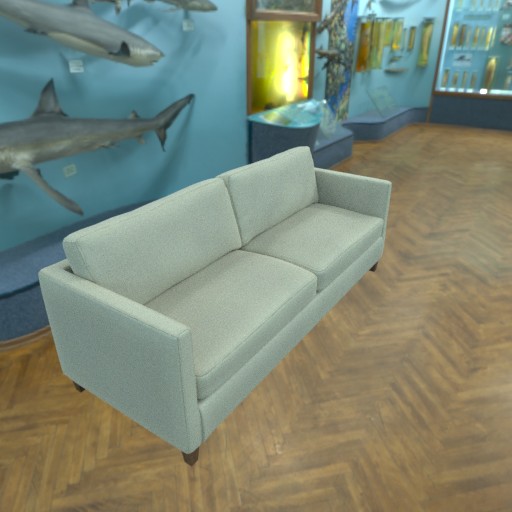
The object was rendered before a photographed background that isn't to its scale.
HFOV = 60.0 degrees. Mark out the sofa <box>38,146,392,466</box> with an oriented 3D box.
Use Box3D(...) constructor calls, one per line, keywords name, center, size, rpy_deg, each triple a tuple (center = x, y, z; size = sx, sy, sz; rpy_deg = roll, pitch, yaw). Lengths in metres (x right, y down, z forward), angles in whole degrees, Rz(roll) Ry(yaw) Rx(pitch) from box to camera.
Box3D(name="sofa", center=(0.000, 0.000, 2.846), size=(0.951, 0.968, 2.361), rpy_deg=(17, 32, 30))
